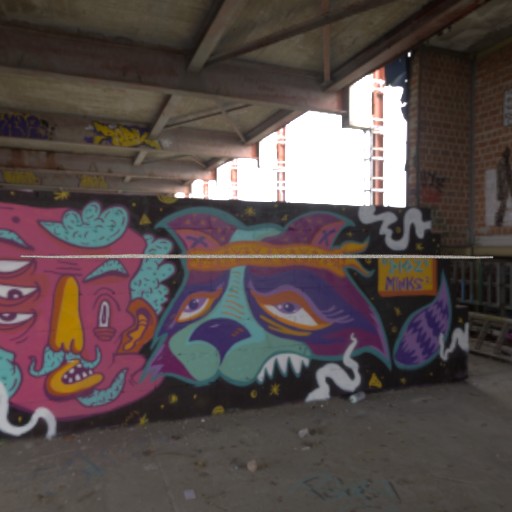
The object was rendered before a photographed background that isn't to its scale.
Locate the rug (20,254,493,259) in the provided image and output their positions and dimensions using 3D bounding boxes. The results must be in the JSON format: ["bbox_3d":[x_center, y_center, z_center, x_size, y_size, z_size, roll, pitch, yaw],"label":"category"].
[{"bbox_3d":[0.000,0.000,4.077,3.069,0.026,2.451,0,0,-1],"label":"rug"}]
